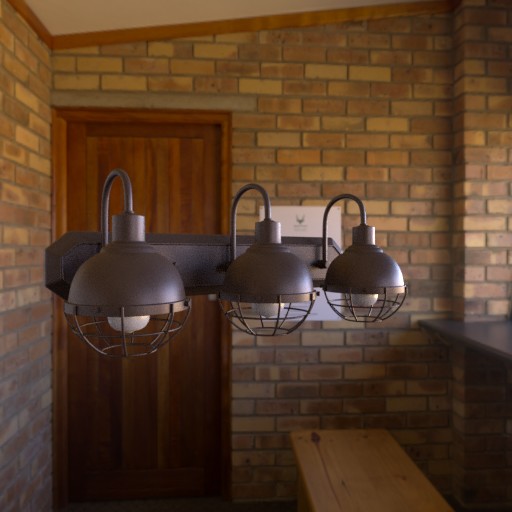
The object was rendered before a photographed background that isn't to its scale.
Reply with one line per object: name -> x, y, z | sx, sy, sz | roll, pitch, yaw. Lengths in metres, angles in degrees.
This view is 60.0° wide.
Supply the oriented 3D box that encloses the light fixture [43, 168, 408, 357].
light fixture -> 0.000, 0.000, 0.766 | 0.634, 0.254, 0.229 | 0, 1, -36
